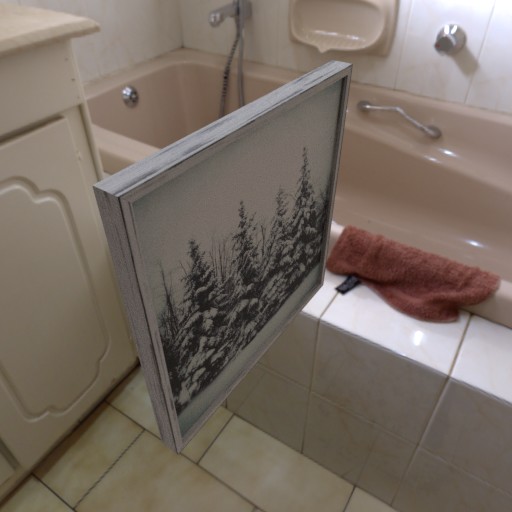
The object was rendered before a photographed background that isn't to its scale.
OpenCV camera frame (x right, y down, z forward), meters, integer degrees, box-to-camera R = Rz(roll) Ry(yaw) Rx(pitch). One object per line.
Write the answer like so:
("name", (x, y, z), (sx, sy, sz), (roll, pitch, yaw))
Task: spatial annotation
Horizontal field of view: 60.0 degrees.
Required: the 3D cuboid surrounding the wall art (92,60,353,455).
("wall art", (0.000, 0.000, 0.748), (0.038, 0.506, 0.506), (24, 45, 26))
